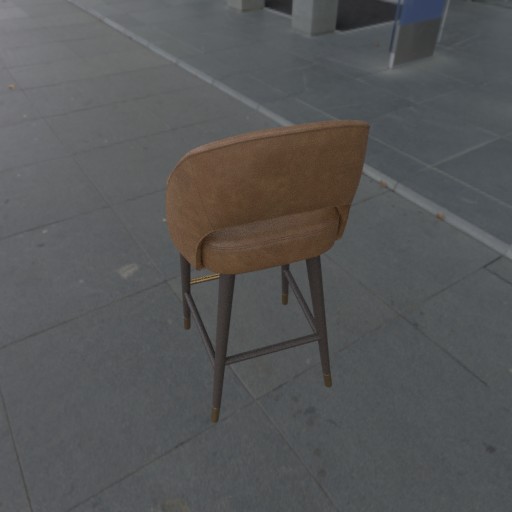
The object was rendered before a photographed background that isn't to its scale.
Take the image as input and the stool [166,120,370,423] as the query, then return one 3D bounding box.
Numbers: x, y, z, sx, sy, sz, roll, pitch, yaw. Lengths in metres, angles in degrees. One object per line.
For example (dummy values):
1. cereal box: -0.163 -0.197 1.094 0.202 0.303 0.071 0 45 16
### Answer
1. stool: 0.000 0.000 1.360 0.494 1.037 0.509 -12 42 -14
